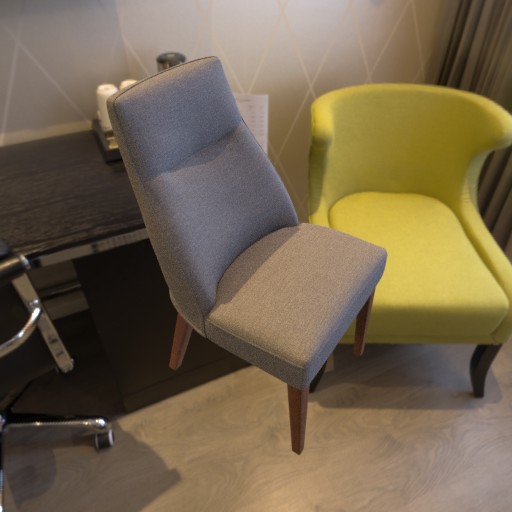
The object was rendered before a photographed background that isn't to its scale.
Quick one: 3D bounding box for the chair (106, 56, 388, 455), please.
[{"bbox_3d":[0.000,0.000,1.267,0.620,0.930,0.500,24,47,25],"label":"chair"}]
